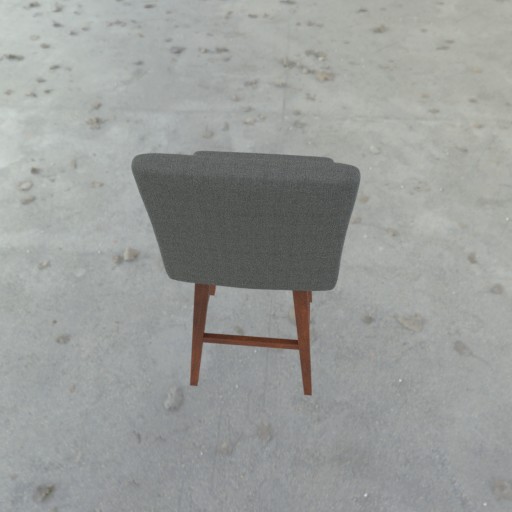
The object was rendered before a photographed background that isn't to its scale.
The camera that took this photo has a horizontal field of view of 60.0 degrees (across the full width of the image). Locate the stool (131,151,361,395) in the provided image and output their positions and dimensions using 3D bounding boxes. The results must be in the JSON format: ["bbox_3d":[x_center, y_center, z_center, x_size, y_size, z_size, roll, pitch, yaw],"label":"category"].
[{"bbox_3d":[0.000,0.000,1.274,0.447,0.977,0.524,4,47,3],"label":"stool"}]
